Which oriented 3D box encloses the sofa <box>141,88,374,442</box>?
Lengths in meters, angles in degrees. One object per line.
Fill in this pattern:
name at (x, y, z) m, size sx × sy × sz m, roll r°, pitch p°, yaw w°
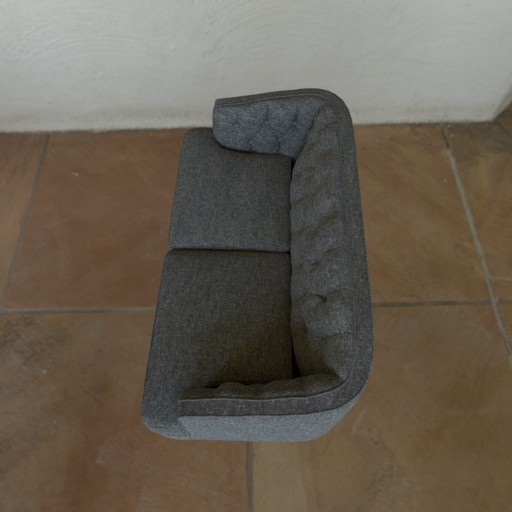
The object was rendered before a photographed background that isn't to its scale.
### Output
sofa at (0.000, 0.000, 2.289) m, size 0.941 × 0.855 × 1.733 m, roll 2°, pitch 60°, yaw 1°
